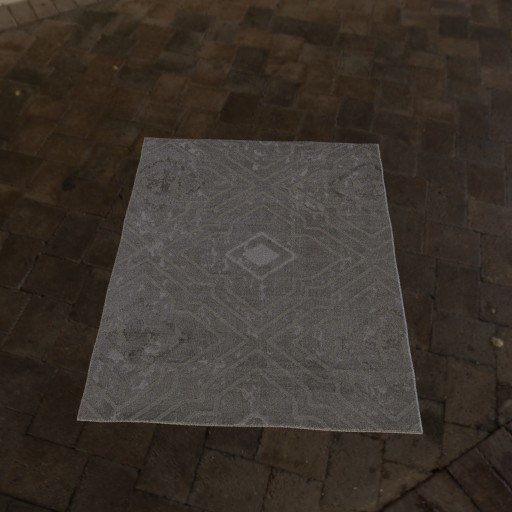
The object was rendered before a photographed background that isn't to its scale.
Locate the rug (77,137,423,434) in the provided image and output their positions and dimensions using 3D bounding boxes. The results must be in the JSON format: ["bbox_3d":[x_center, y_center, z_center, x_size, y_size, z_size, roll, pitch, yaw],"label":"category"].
[{"bbox_3d":[0.000,0.000,0.868,0.548,0.006,0.639,2,58,1],"label":"rug"}]
